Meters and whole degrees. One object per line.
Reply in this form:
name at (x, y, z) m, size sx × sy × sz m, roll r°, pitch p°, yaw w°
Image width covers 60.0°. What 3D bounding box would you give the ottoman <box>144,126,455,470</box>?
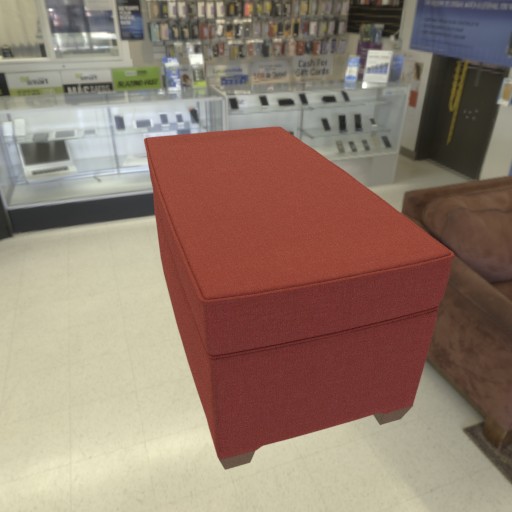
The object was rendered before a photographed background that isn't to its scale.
ottoman at (0.000, 0.000, 1.227) m, size 0.497 × 0.454 × 0.948 m, roll -9°, pitch 32°, yaw -15°
